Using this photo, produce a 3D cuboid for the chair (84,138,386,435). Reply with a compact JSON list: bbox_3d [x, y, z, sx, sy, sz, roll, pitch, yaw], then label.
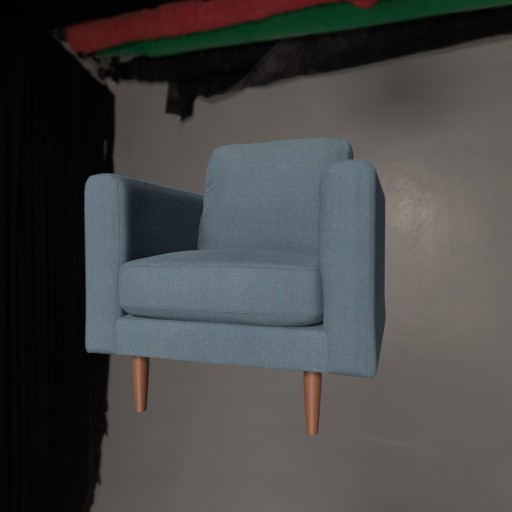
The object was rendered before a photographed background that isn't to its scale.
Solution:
[{"bbox_3d":[0.000,0.000,1.550,0.855,0.922,0.820,1,2,18],"label":"chair"}]
